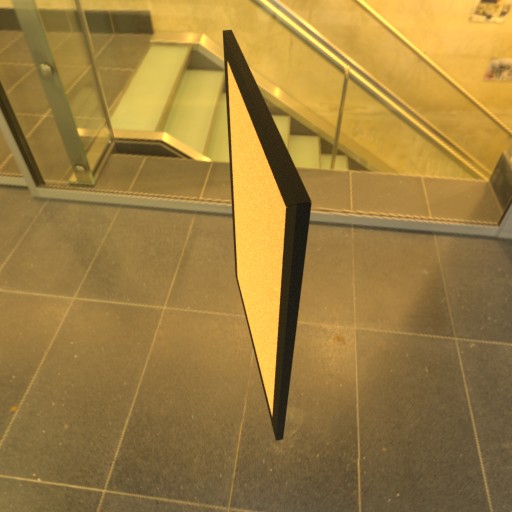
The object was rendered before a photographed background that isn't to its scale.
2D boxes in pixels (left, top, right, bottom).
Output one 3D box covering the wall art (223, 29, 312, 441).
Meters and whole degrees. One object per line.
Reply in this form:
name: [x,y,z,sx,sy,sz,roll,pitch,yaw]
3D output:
wall art: [0.000,0.000,0.595,0.011,0.459,0.326,-9,48,-8]
